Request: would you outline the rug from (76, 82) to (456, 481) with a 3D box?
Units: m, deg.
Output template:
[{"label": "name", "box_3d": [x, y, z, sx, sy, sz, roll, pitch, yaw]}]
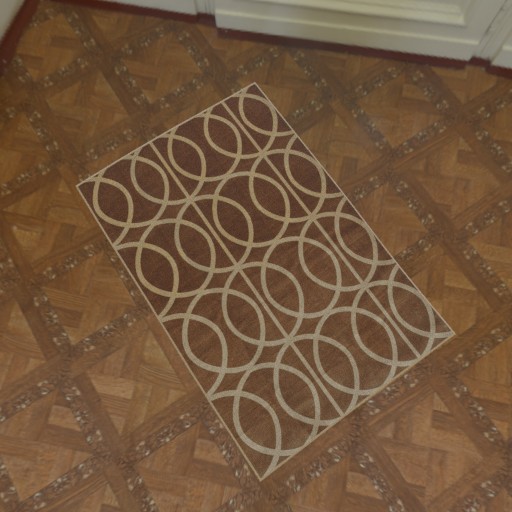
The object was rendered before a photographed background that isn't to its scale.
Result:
[{"label": "rug", "box_3d": [0.000, 0.000, 2.970, 1.528, 0.014, 2.294, -33, 77, -9]}]
